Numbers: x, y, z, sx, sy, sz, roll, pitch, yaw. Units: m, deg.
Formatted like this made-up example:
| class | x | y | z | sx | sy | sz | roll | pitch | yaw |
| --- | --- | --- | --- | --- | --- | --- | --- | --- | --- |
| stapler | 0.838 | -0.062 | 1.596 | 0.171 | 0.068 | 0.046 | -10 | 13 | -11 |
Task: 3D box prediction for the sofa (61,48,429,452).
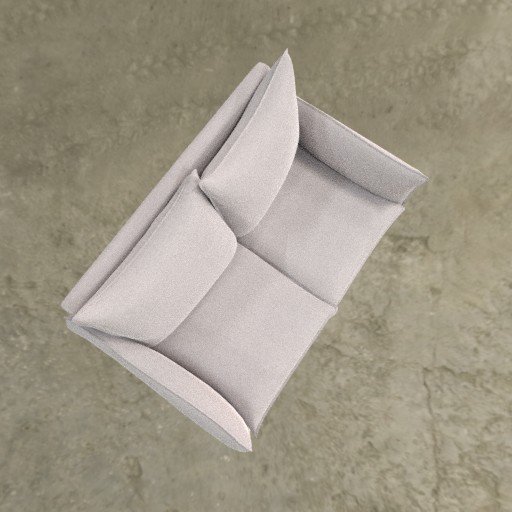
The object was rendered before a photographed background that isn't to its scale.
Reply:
| class | x | y | z | sx | sy | sz | roll | pitch | yaw |
| --- | --- | --- | --- | --- | --- | --- | --- | --- | --- |
| sofa | 0.000 | 0.000 | 1.837 | 0.820 | 0.840 | 1.300 | 34 | 78 | 8 |
